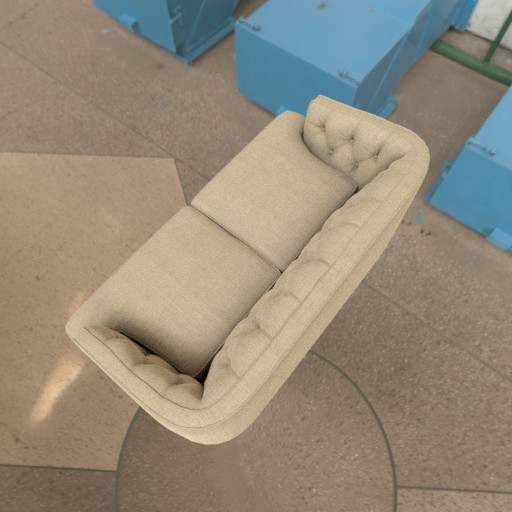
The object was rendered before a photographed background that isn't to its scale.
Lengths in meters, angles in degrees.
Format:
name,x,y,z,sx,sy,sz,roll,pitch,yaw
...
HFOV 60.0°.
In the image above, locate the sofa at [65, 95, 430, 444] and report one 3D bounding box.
name,x,y,z,sx,sy,sz,roll,pitch,yaw
sofa,0.000,0.000,2.223,0.941,0.855,1.733,36,69,16
